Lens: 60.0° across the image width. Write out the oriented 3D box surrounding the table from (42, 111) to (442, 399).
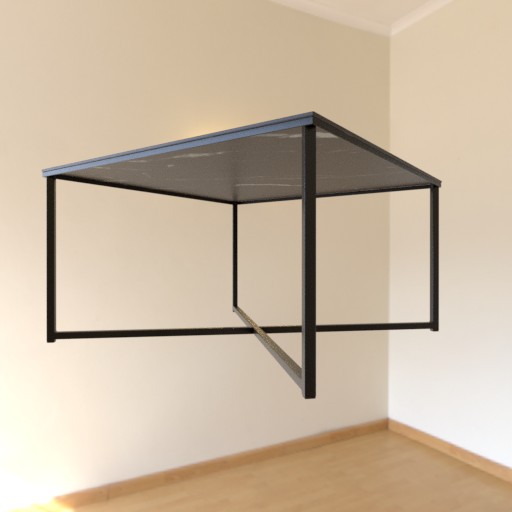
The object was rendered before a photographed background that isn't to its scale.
[{"bbox_3d":[0.000,0.000,1.243,0.800,0.450,0.800,0,0,36],"label":"table"}]
